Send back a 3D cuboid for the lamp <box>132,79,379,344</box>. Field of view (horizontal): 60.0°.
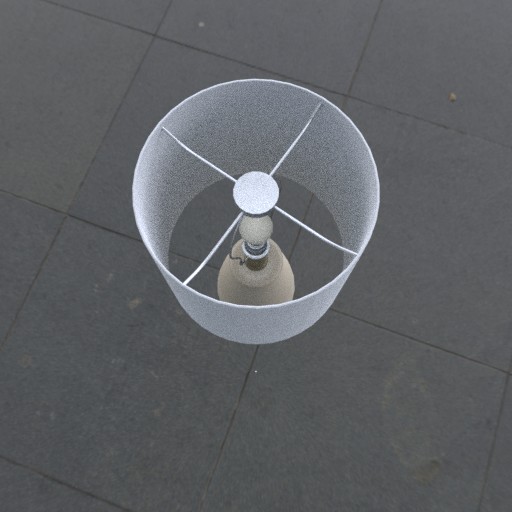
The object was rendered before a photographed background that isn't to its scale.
[{"bbox_3d":[0.000,0.000,0.472,0.186,0.369,0.186,0,75,0],"label":"lamp"}]
